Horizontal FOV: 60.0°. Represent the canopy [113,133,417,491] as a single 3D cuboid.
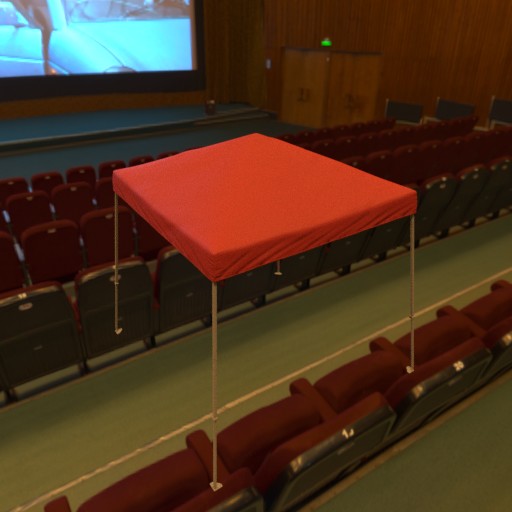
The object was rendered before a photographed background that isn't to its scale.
[{"bbox_3d":[0.000,0.000,6.549,3.600,3.600,3.599,-18,34,-29],"label":"canopy"}]
